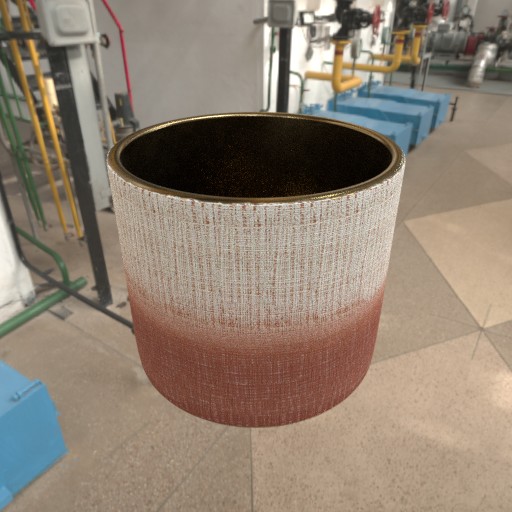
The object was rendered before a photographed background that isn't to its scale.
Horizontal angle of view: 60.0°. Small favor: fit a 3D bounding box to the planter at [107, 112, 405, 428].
[{"bbox_3d":[0.000,0.000,0.308,0.178,0.157,0.178,0,31,0],"label":"planter"}]
